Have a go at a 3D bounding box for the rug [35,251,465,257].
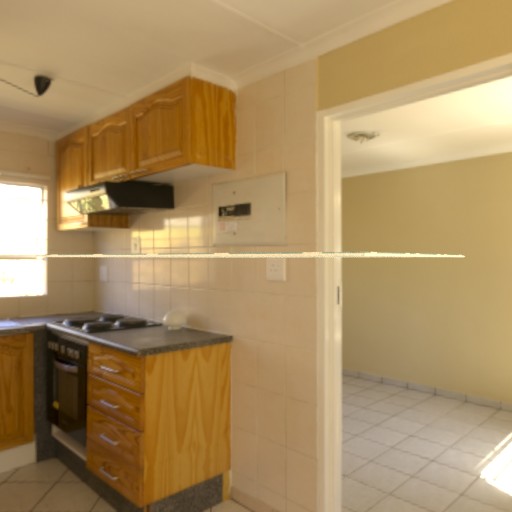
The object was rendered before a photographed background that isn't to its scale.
[{"bbox_3d":[0.000,0.000,4.034,3.049,0.021,2.466,0,0,35],"label":"rug"}]
